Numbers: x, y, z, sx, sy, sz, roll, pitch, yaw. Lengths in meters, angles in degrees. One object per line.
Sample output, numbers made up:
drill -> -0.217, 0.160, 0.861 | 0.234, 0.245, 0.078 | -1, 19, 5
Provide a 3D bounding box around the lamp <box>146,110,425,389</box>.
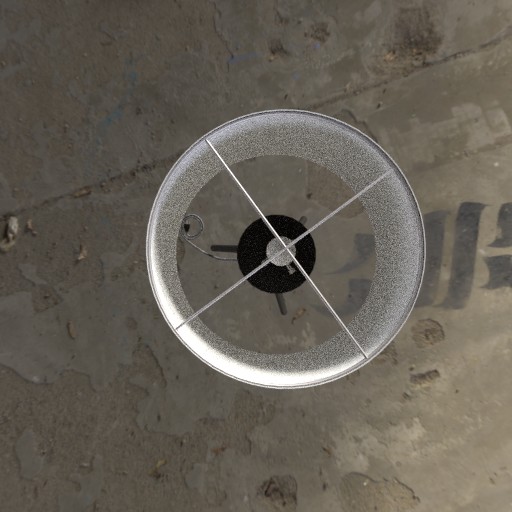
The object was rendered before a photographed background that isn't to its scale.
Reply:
lamp -> 0.000, 0.000, 0.895 | 0.422, 0.674, 0.353 | 0, 88, -1
